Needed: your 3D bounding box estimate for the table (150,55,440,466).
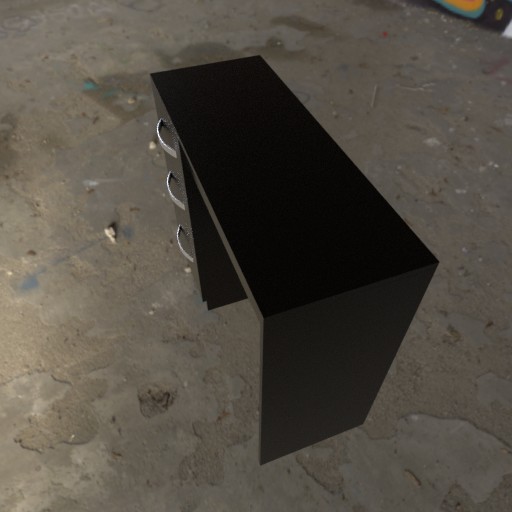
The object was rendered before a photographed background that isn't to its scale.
[{"bbox_3d":[0.000,0.000,1.366,0.380,0.790,0.930,-16,50,-14],"label":"table"}]
